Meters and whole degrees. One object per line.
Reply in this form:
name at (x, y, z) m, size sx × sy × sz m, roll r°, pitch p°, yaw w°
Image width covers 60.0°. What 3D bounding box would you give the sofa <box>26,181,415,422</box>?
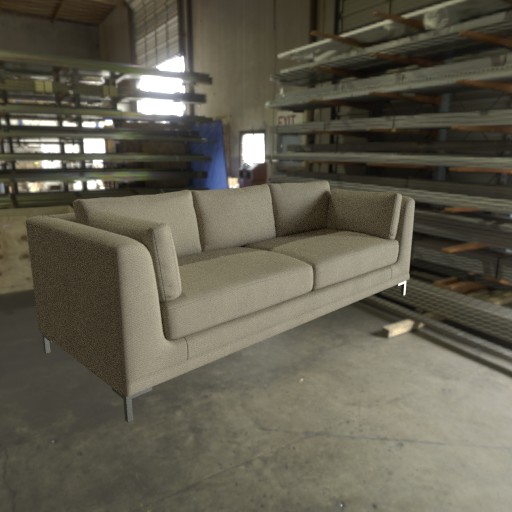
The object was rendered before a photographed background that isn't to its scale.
sofa at (0.000, 0.000, 2.859) m, size 2.415 × 0.867 × 0.969 m, roll -13°, pitch 18°, yaw -43°
